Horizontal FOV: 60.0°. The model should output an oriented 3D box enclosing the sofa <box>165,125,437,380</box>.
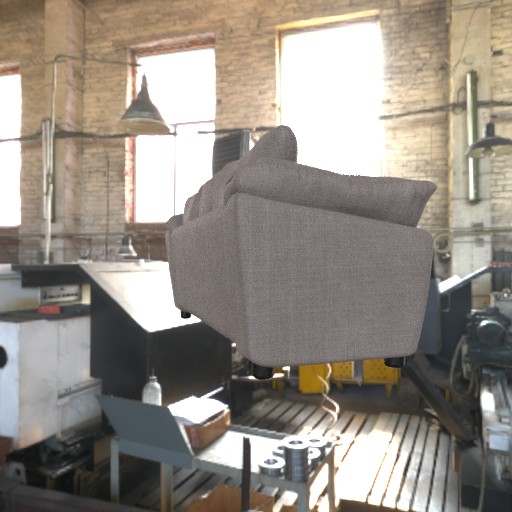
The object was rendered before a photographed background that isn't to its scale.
[{"bbox_3d":[0.000,0.000,2.778,0.878,0.996,2.334,0,-1,-18],"label":"sofa"}]
